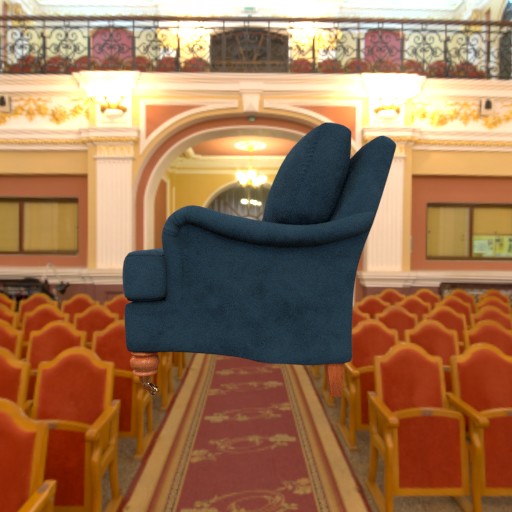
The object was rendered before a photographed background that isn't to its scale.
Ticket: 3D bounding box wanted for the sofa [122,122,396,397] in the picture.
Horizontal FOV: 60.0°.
[{"bbox_3d":[0.000,0.000,2.735,1.084,1.101,2.141,0,0,-1],"label":"sofa"}]
